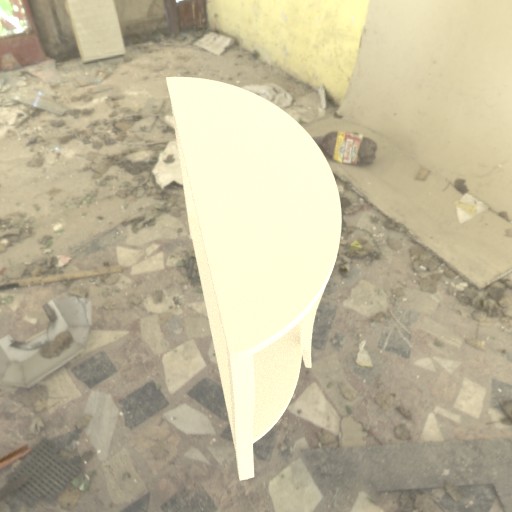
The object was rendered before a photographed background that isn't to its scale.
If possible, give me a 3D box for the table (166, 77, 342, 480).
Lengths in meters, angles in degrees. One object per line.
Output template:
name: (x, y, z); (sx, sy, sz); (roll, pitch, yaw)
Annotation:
table: (0.000, 0.000, 1.540); (0.394, 0.780, 1.219); (-10, 46, -9)
